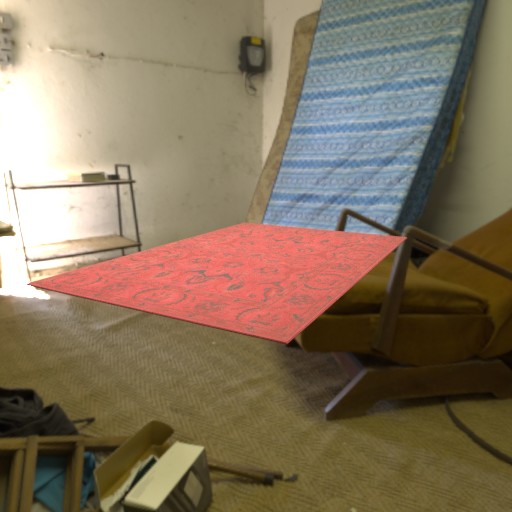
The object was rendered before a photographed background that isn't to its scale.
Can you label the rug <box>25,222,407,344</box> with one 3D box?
[{"bbox_3d":[0.000,0.000,2.342,1.209,0.008,1.814,7,15,28],"label":"rug"}]
